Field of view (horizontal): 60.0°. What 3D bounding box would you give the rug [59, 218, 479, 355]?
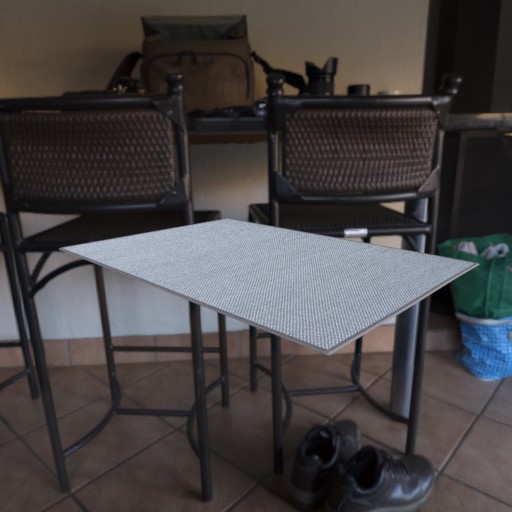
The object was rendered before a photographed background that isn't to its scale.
[{"bbox_3d":[0.000,0.000,2.713,2.115,0.013,1.517,14,20,42],"label":"rug"}]
